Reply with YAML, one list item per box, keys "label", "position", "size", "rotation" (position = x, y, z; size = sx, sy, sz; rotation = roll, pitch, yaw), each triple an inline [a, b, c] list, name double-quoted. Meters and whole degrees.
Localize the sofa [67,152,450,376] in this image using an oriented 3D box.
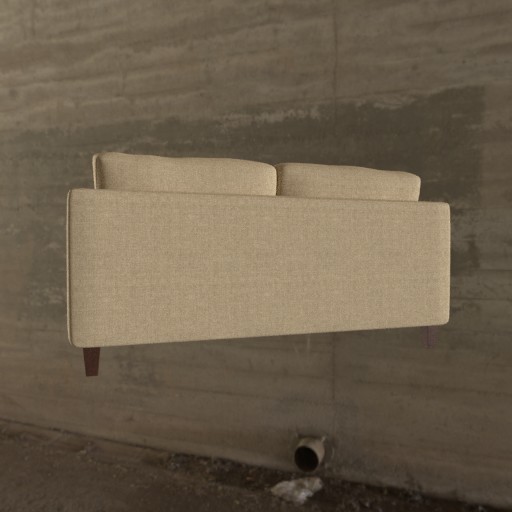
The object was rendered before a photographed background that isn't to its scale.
- label: "sofa"
  position: [0.000, 0.000, 2.481]
  size: [1.884, 0.963, 0.950]
  rotation: [0, 1, -18]
